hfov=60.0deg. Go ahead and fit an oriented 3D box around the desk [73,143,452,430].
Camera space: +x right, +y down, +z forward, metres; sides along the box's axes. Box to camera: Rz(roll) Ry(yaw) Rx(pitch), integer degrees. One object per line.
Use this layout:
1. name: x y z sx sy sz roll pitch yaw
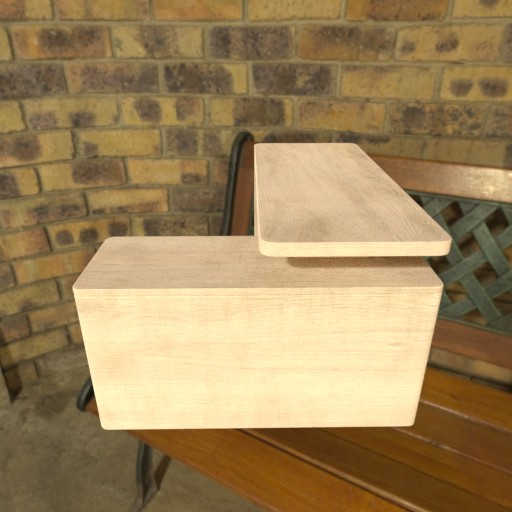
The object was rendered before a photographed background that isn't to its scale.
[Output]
1. desk: 0.000 0.000 2.108 1.175 0.770 1.400 0 26 -1
